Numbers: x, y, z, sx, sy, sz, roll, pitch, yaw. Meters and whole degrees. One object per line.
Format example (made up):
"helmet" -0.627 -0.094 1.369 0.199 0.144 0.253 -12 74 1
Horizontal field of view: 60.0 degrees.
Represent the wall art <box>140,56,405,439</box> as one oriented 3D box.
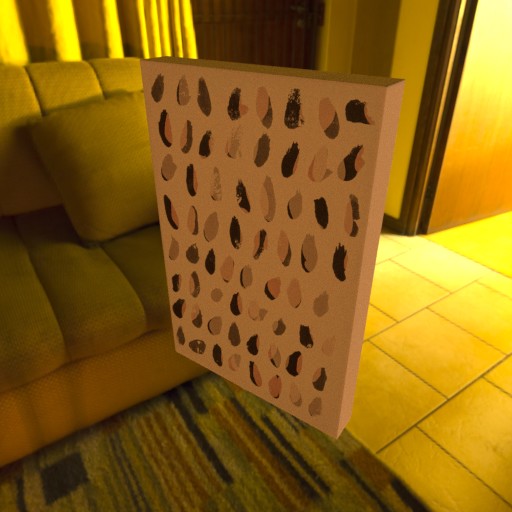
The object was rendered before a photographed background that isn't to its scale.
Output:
"wall art" 0.000 0.000 0.484 0.252 0.381 0.039 20 36 30
